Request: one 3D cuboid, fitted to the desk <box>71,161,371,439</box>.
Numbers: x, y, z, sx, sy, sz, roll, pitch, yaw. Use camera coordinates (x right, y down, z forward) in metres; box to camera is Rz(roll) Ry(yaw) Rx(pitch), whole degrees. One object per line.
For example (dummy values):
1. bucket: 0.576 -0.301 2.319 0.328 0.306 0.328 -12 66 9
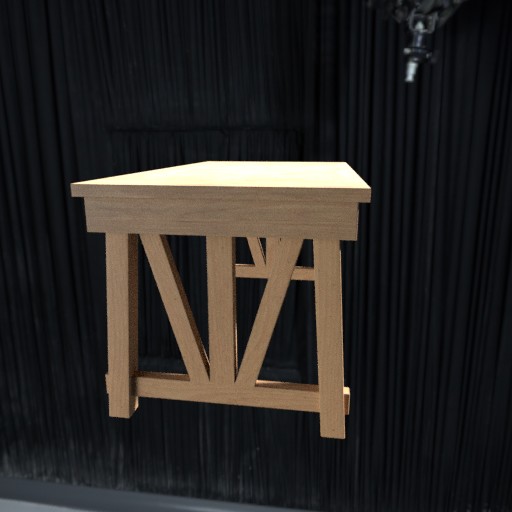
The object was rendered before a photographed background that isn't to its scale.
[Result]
1. desk: 0.000 0.000 1.983 0.813 0.762 1.499 2 15 8
